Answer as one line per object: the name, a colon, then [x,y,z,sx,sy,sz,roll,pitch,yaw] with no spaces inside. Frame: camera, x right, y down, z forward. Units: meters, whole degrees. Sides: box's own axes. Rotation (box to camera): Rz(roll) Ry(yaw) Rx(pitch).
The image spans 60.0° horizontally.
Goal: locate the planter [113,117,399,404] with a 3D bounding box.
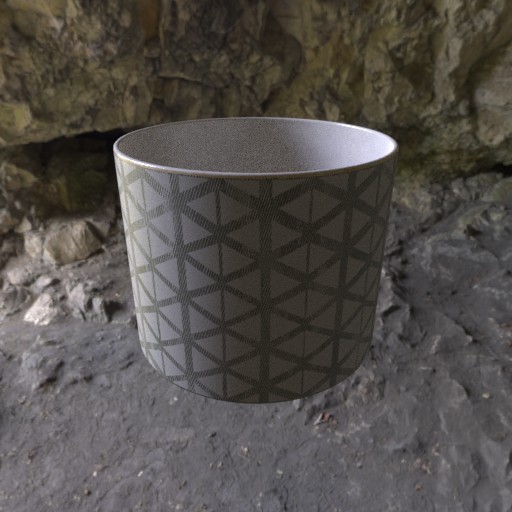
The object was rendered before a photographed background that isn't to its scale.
planter: [0.000,0.000,0.346,0.190,0.181,0.190,0,26,0]
